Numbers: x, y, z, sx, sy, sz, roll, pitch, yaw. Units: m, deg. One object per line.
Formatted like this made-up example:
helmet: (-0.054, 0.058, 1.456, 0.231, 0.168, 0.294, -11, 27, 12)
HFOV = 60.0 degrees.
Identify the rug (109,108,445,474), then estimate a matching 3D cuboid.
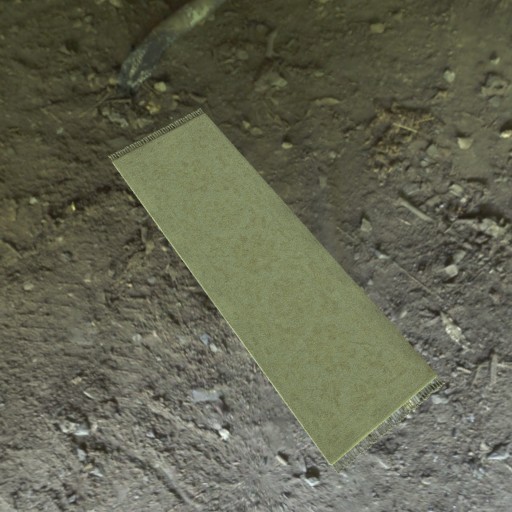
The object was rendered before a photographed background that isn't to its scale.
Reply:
rug: (0.000, 0.000, 2.852, 0.795, 0.015, 2.544, -33, 68, -15)
